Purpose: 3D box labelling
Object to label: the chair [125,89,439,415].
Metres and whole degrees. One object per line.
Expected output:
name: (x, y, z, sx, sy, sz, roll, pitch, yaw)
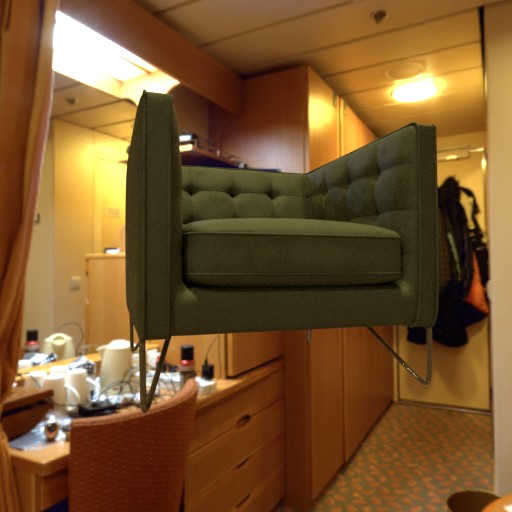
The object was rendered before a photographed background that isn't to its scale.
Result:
chair: (0.000, 0.000, 1.576, 0.880, 0.790, 0.894, 0, -1, -18)
